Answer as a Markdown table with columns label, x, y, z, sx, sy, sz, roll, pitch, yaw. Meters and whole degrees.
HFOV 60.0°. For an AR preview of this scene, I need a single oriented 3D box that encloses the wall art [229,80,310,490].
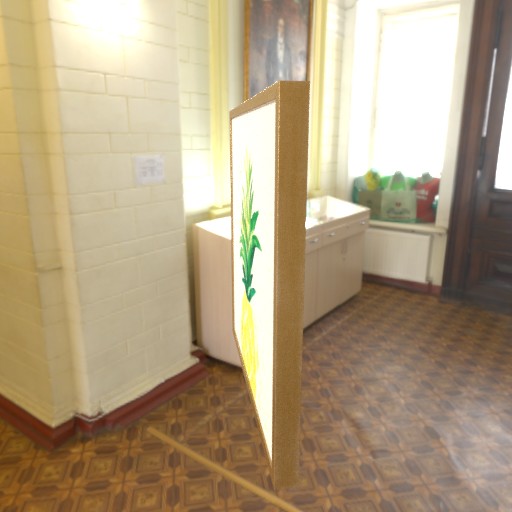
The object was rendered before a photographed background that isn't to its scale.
| label | x | y | z | sx | sy | sz | roll | pitch | yaw |
| --- | --- | --- | --- | --- | --- | --- | --- | --- | --- |
| wall art | 0.000 | 0.000 | 0.769 | 0.033 | 0.509 | 0.510 | -2 | 15 | -9 |
